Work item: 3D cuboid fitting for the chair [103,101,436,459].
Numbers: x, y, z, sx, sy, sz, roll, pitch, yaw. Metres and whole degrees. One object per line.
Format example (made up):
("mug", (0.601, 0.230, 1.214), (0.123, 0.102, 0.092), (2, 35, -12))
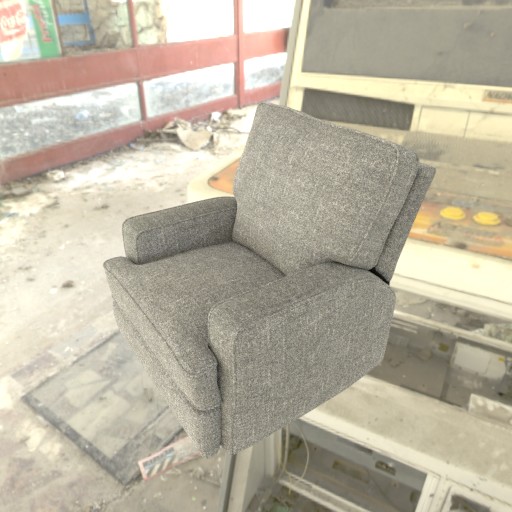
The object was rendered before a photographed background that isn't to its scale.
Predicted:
("chair", (0.000, 0.000, 1.681), (0.964, 0.962, 0.861), (-20, 36, -30))
